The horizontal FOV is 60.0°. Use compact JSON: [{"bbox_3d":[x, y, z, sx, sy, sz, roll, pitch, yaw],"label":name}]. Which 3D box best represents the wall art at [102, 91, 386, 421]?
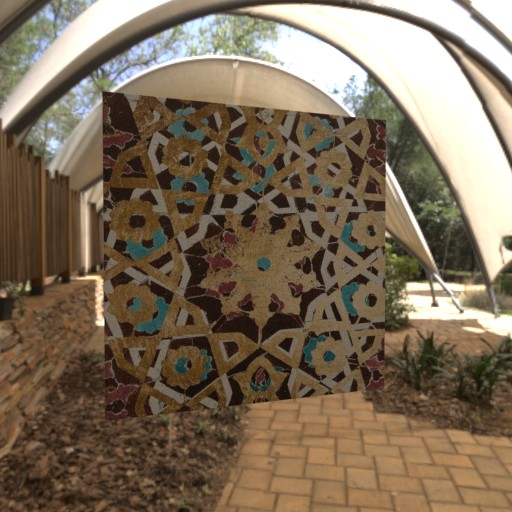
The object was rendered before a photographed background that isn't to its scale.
[{"bbox_3d":[0.000,0.000,0.938,0.609,0.613,0.041,0,1,-18],"label":"wall art"}]
